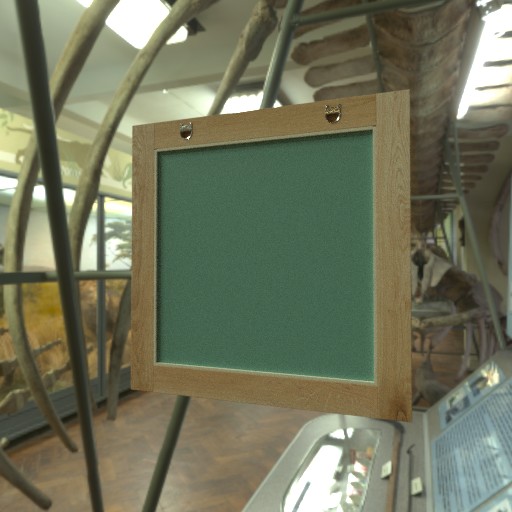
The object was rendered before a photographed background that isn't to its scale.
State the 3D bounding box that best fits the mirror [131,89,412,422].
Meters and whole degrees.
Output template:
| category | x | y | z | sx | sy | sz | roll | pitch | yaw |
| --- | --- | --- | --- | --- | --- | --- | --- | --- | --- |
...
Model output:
| category | x | y | z | sx | sy | sz | roll | pitch | yaw |
| --- | --- | --- | --- | --- | --- | --- | --- | --- | --- |
| mirror | 0.000 | 0.000 | 1.212 | 0.800 | 0.800 | 0.020 | 0 | -1 | 20 |
